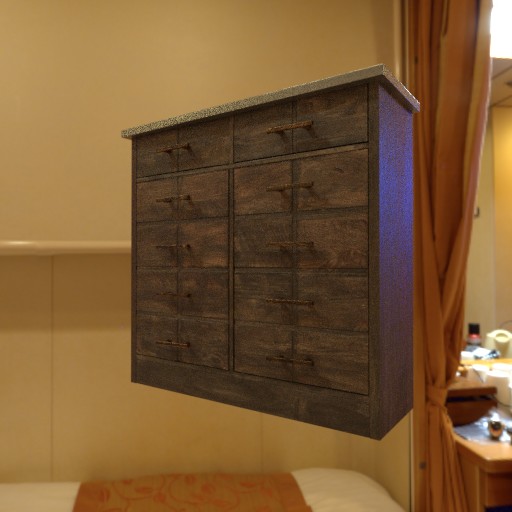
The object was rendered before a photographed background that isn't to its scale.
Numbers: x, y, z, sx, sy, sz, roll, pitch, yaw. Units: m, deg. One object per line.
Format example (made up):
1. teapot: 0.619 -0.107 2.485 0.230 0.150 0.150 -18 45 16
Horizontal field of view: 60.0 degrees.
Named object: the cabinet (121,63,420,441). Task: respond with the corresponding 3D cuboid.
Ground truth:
1. cabinet: 0.000 0.000 1.470 0.968 0.919 0.338 0 -1 35
